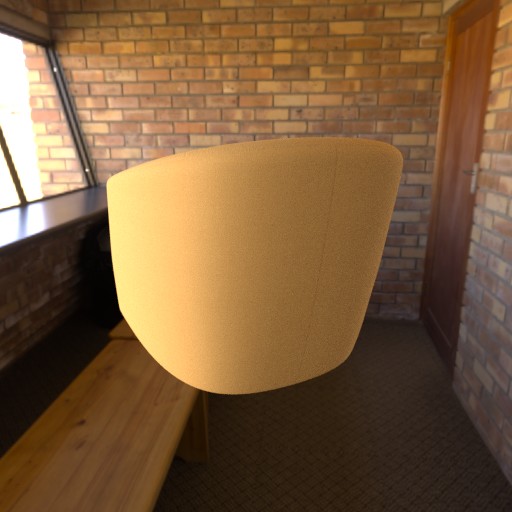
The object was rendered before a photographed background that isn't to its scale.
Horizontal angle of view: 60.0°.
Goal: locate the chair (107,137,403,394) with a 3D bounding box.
[{"bbox_3d":[0.000,0.000,1.348,0.773,0.698,0.767,-7,17,-26],"label":"chair"}]
